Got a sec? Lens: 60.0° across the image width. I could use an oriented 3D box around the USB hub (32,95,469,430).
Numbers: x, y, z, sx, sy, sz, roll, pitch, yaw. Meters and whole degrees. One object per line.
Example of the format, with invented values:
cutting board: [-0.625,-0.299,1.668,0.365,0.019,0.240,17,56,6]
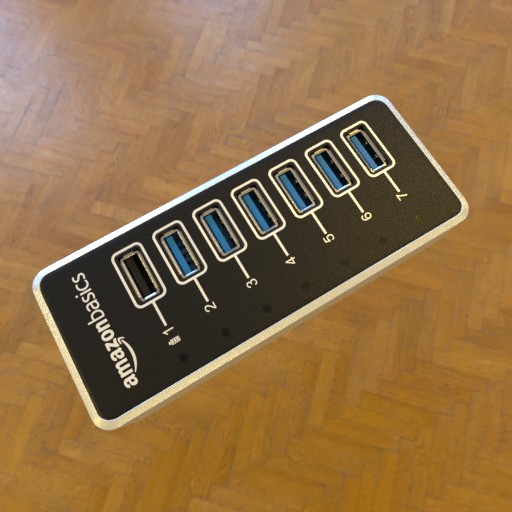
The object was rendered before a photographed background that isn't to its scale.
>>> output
USB hub: [0.000,0.000,0.125,0.110,0.023,0.044,-30,76,-8]
